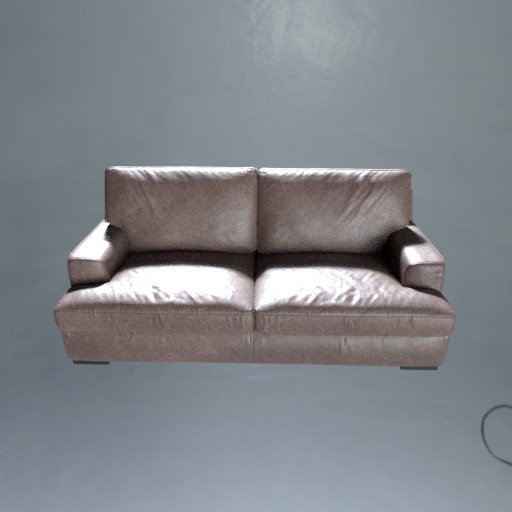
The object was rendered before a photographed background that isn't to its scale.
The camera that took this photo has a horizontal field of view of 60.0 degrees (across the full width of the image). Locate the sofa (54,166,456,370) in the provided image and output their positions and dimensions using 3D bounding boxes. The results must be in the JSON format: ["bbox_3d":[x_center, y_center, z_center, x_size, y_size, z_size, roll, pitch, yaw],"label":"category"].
[{"bbox_3d":[0.000,0.000,2.828,2.261,0.941,1.143,1,28,1],"label":"sofa"}]
